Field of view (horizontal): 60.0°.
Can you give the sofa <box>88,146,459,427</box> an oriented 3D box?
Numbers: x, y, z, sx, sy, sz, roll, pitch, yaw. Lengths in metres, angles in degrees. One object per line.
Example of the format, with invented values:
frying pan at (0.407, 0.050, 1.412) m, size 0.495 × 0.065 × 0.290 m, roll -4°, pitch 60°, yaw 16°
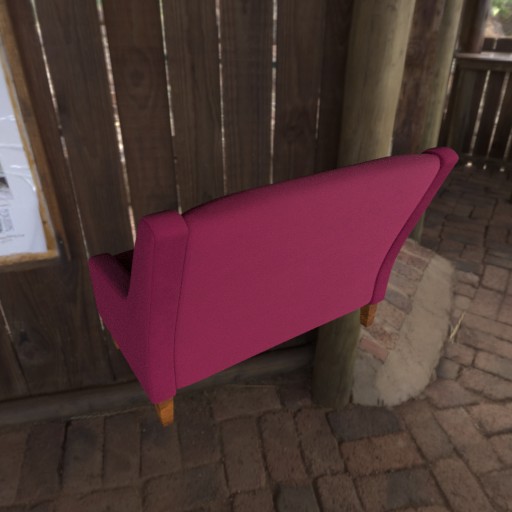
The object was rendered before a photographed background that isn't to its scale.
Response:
sofa at (0.000, 0.000, 1.937) m, size 1.242 × 0.976 × 0.946 m, roll -18°, pitch 33°, yaw -29°
